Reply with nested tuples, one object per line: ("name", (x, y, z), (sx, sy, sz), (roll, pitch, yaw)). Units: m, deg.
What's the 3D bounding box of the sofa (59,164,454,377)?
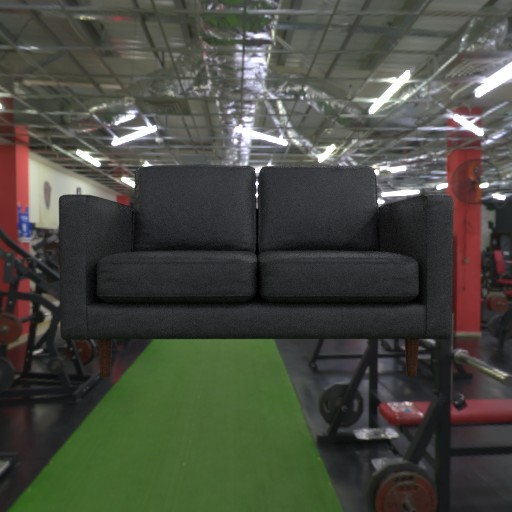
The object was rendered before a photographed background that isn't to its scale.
("sofa", (0.000, 0.000, 2.002), (1.430, 0.899, 0.879), (0, 2, 0))
